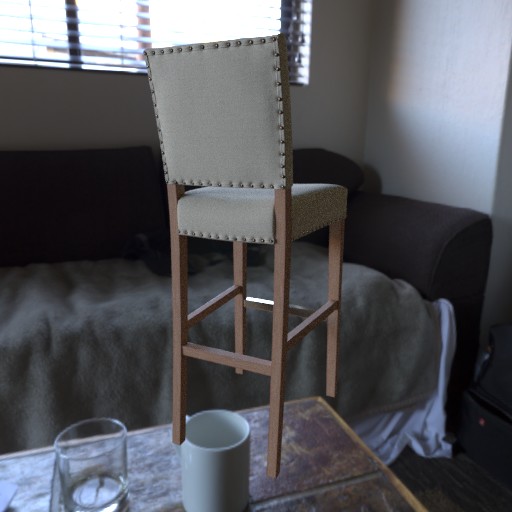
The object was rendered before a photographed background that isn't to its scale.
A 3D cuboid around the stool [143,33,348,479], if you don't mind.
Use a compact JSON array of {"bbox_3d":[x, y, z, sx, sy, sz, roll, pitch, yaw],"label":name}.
[{"bbox_3d":[0.000,0.000,1.382,0.428,1.143,0.546,7,16,25],"label":"stool"}]
